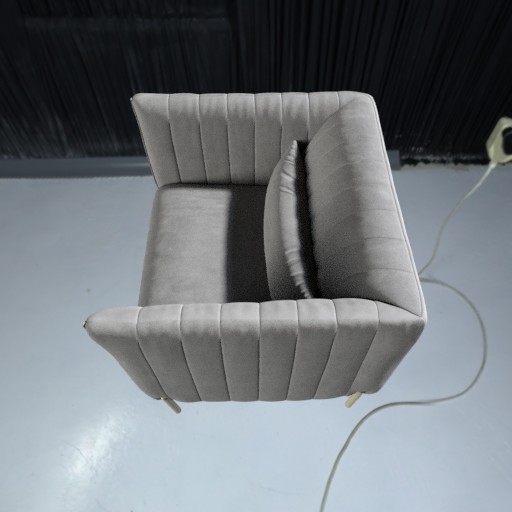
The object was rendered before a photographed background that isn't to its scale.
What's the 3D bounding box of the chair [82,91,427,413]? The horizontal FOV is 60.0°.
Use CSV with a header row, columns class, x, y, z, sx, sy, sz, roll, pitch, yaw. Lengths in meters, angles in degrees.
class,x,y,z,sx,sy,sz,roll,pitch,yaw
chair,0.000,0.000,1.641,0.873,0.779,0.981,-1,57,-1
